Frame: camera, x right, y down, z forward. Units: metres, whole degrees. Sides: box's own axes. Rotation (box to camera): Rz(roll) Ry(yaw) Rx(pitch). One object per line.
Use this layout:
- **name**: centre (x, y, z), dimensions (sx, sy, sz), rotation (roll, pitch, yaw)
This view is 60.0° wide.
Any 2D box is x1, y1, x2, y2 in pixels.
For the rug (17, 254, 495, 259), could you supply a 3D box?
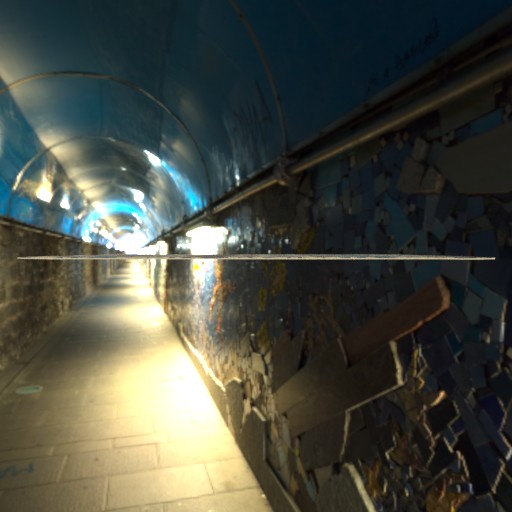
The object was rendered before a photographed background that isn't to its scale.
- **rug**: centre (0.000, 0.000, 2.098), dimensions (1.698, 0.013, 1.072), rotation (0, 1, 0)
